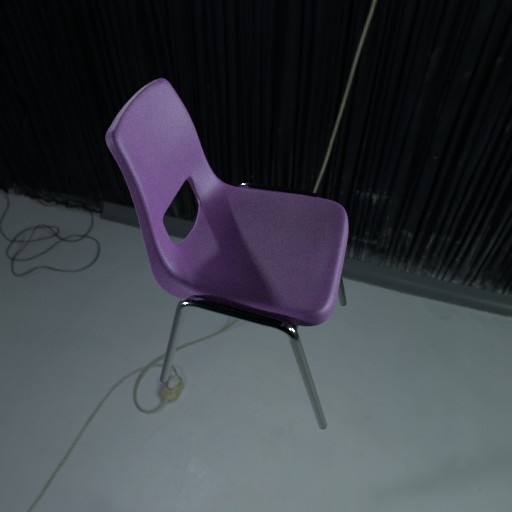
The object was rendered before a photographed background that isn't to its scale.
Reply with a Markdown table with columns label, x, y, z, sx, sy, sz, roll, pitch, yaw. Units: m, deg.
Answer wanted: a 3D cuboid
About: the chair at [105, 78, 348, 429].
| label | x | y | z | sx | sy | sz | roll | pitch | yaw |
| --- | --- | --- | --- | --- | --- | --- | --- | --- | --- |
| chair | 0.000 | 0.000 | 0.935 | 0.432 | 0.654 | 0.381 | 11 | 48 | 10 |
